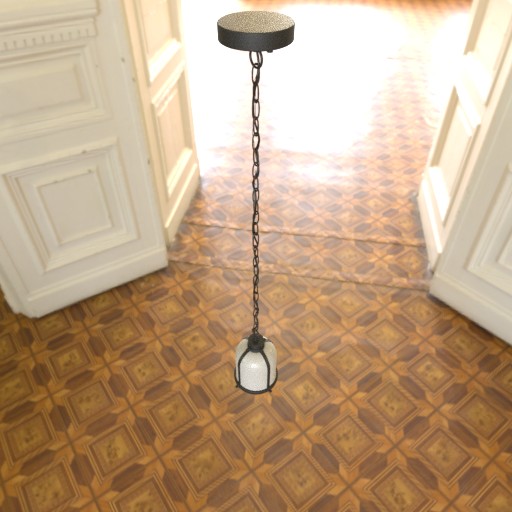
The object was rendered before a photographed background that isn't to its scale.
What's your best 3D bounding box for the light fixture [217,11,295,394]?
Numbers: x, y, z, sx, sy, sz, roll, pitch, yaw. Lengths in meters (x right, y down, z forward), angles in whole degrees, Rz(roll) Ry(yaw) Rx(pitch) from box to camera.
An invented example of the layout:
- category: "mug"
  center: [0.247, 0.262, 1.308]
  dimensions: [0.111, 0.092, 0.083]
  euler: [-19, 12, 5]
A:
- category: "light fixture"
  center: [0.000, 0.000, 1.220]
  dimensions: [0.178, 1.181, 0.178]
  euler: [-27, 49, -26]
